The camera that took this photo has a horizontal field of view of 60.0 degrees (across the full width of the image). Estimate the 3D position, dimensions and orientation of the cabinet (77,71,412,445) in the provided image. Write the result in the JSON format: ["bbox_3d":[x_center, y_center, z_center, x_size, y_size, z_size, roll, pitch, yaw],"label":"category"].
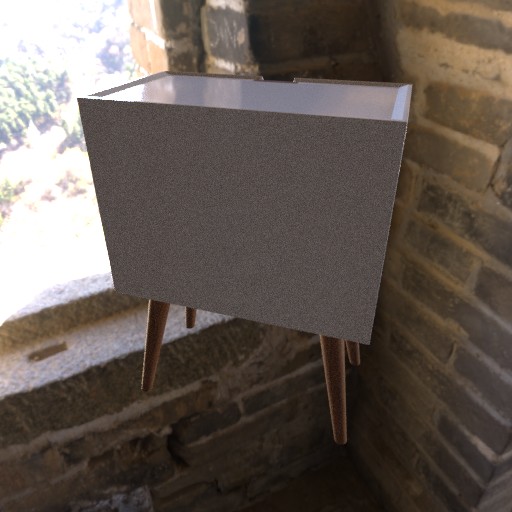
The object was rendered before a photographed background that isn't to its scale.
[{"bbox_3d":[0.000,0.000,1.081,0.591,0.772,0.344,9,32,15],"label":"cabinet"}]
